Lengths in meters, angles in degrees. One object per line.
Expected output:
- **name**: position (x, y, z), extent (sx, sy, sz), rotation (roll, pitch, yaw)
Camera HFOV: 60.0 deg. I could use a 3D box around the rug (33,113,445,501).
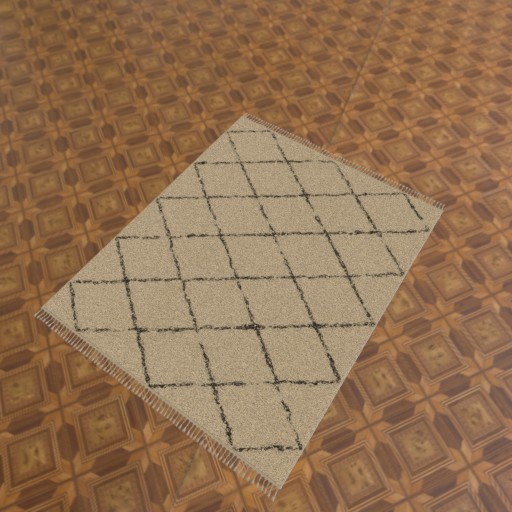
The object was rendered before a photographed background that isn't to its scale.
- **rug**: position (0.000, 0.000, 3.977), extent (2.380, 0.013, 3.051), rotation (30, 62, 18)
